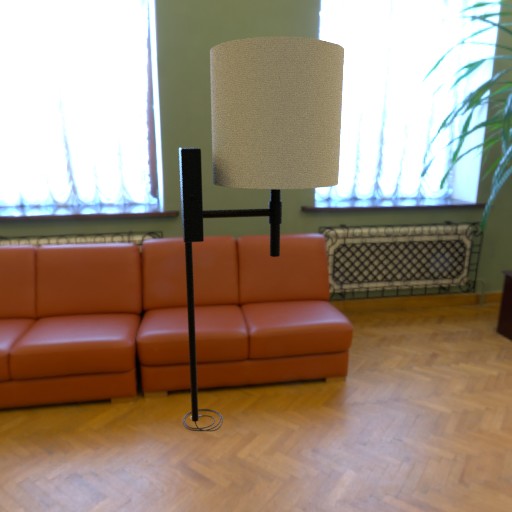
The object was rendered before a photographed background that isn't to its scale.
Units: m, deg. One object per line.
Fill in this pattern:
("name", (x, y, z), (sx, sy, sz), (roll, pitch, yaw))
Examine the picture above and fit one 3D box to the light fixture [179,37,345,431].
("light fixture", (0.000, 0.000, 0.692), (0.248, 0.589, 0.188), (-3, 15, -10))
